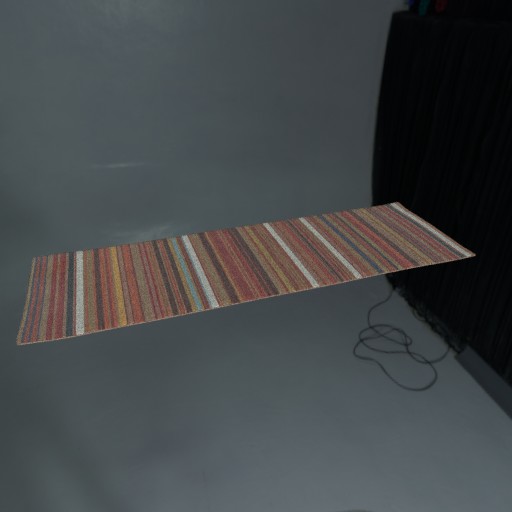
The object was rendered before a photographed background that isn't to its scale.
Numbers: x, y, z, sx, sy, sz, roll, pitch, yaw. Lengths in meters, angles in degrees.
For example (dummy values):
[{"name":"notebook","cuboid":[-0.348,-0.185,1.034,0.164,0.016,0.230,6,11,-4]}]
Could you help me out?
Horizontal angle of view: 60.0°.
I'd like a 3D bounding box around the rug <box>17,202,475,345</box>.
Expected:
[{"name":"rug","cuboid":[0.000,0.000,2.563,2.444,0.030,0.799,-10,32,-16]}]
